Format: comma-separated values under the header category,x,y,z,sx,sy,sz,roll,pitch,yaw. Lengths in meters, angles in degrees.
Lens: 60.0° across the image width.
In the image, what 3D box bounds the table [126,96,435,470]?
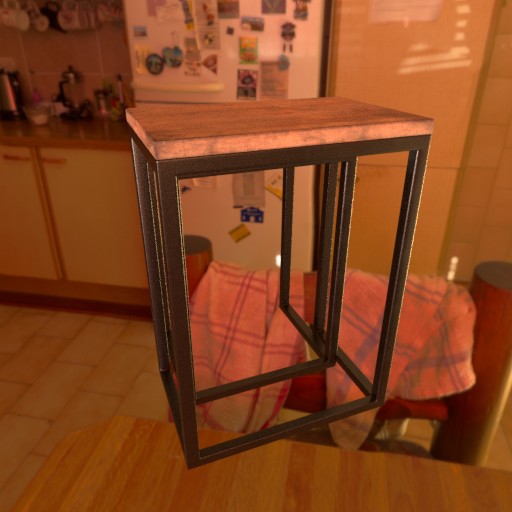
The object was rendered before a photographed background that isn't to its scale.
category,x,y,z,sx,sy,sz,roll,pitch,yaw
table,0.000,0.000,0.954,0.456,0.615,0.460,-9,28,-17
